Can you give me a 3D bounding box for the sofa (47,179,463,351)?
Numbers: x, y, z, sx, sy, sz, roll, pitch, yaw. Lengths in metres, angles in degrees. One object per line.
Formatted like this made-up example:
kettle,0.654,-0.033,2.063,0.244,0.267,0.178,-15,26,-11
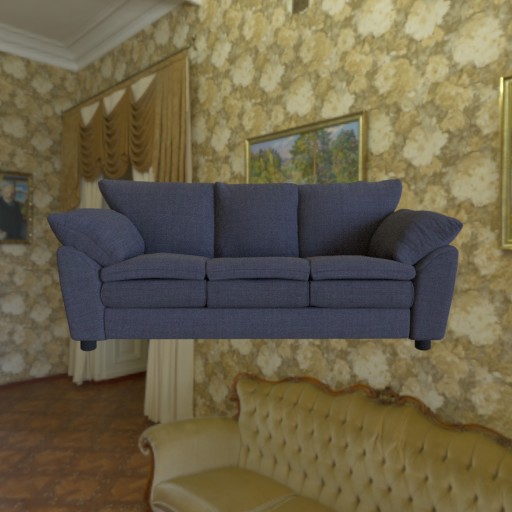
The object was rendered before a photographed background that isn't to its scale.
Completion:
sofa,0.000,0.000,2.869,2.336,1.080,0.883,0,0,0
